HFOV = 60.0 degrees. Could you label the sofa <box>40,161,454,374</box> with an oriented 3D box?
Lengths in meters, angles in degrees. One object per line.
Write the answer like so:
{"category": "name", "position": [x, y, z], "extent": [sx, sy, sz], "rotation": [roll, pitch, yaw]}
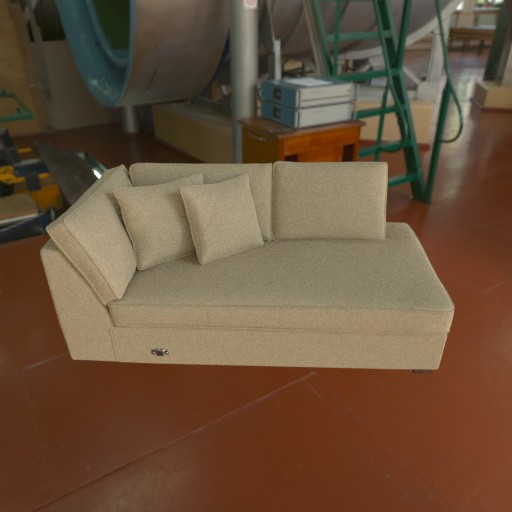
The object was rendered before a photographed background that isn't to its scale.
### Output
{"category": "sofa", "position": [0.000, 0.000, 2.860], "extent": [2.237, 1.033, 1.110], "rotation": [1, 30, 2]}
